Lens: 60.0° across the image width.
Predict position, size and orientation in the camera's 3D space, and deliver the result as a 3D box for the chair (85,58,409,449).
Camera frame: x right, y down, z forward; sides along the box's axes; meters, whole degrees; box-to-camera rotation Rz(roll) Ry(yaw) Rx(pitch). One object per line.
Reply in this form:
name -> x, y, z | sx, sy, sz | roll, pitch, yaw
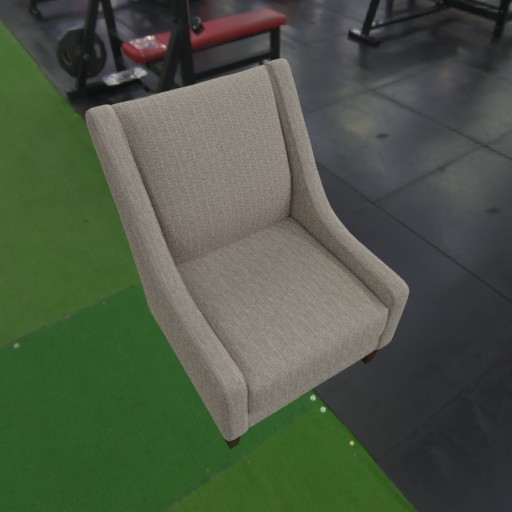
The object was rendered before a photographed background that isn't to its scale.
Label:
chair -> 0.000, 0.000, 1.626 | 0.774, 1.014, 0.870 | -24, 51, -22
